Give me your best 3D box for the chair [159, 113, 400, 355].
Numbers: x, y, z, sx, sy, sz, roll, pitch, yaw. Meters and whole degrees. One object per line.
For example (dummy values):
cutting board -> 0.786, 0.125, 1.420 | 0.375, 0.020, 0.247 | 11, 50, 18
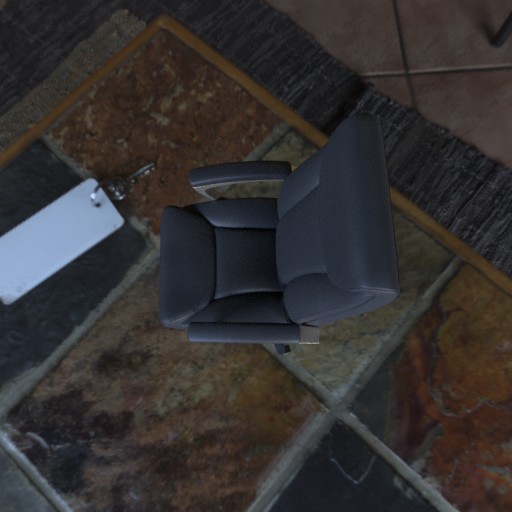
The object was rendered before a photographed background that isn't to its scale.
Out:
chair -> 0.000, 0.000, 1.648 | 0.748, 1.188, 0.694 | -2, 76, 0
